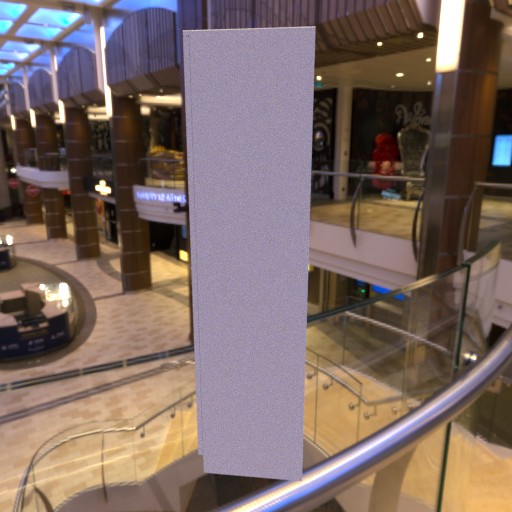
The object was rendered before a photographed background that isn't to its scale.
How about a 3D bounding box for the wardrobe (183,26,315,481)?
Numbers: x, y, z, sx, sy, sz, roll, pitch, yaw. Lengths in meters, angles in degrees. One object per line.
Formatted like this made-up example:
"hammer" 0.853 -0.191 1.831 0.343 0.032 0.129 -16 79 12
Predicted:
"wardrobe" 0.000 0.000 2.003 0.470 1.700 0.760 2 14 7
